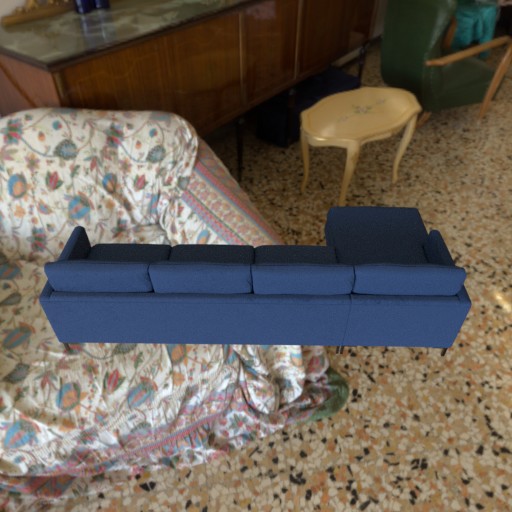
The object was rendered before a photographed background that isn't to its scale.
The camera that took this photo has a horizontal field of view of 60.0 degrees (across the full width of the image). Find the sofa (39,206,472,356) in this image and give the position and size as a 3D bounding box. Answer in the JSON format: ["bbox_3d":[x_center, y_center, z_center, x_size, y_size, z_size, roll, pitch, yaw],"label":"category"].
[{"bbox_3d":[0.000,0.000,2.963,2.450,0.679,1.128,1,42,1],"label":"sofa"}]
